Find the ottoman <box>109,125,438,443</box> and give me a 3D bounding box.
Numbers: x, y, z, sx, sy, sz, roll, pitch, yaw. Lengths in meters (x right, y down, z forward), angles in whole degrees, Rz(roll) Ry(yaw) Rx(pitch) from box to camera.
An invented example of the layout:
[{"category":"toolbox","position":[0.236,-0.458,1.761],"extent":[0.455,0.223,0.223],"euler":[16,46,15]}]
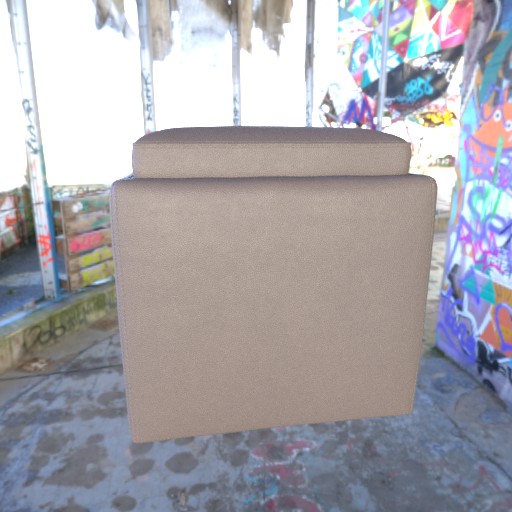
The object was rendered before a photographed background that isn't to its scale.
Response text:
[{"category":"ottoman","position":[0.000,0.000,0.816],"extent":[0.451,0.460,0.450],"euler":[-2,15,-9]}]
